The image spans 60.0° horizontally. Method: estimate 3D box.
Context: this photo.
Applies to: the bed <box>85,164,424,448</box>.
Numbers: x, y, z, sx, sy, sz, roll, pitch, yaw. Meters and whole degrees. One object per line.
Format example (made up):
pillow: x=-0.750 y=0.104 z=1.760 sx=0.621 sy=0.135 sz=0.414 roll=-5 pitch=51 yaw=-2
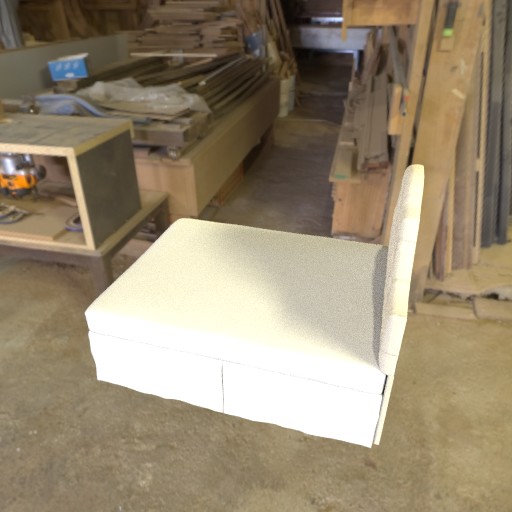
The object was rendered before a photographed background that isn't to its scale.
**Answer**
bed: x=0.000 y=0.000 z=3.299 sx=2.092 sy=1.575 sz=1.627 roll=9 pitch=32 yaw=14
